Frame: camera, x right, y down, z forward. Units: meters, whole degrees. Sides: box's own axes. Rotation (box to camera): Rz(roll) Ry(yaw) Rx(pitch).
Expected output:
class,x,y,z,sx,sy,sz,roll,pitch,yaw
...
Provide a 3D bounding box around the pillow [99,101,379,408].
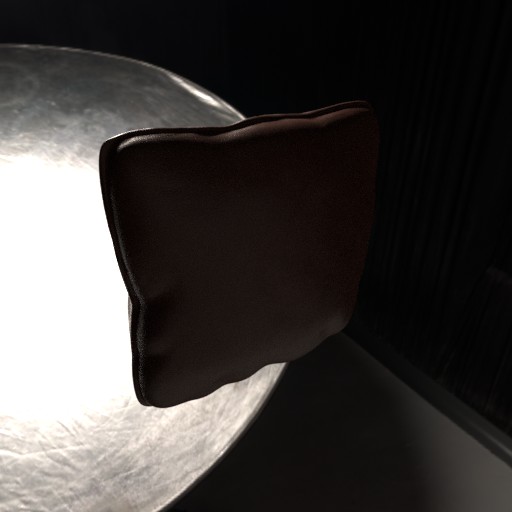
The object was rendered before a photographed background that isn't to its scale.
class,x,y,z,sx,sy,sz,roll,pitch,yaw
pillow,0.000,0.000,0.838,0.532,0.523,0.236,-17,33,-28
